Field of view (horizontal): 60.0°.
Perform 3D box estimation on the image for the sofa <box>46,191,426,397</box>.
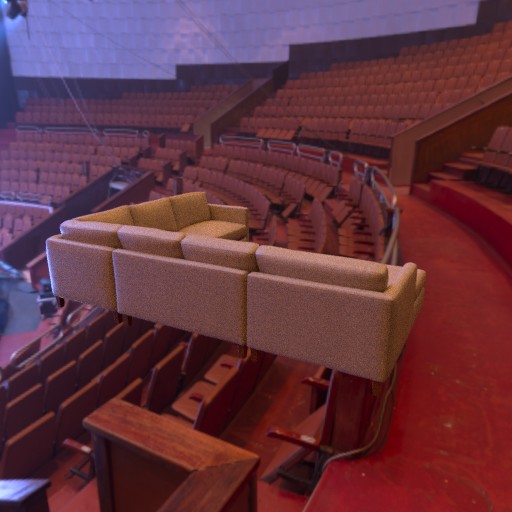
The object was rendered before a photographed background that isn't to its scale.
[{"bbox_3d":[0.000,0.000,4.789,3.460,0.961,2.594,9,18,27],"label":"sofa"}]
